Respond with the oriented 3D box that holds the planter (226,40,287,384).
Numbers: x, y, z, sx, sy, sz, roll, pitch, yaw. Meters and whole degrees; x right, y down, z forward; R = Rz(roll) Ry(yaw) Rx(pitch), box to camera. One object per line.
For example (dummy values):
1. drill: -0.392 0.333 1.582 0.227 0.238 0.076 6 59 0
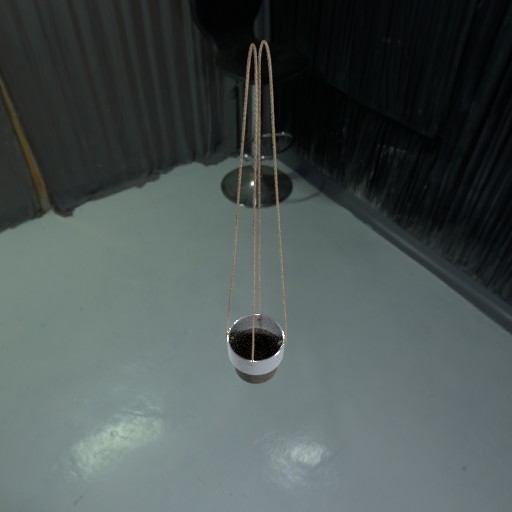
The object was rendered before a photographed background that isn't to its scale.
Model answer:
1. planter: 0.000 0.000 1.166 0.187 1.073 0.187 -29 52 -26
